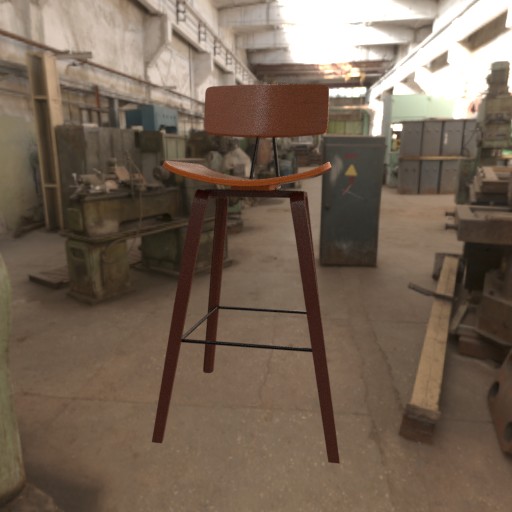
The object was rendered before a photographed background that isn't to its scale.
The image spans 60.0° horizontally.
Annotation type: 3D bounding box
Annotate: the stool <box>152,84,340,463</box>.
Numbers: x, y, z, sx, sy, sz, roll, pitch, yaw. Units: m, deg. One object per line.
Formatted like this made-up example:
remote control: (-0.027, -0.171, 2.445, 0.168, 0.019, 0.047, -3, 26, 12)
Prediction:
stool: (0.000, 0.000, 1.267, 0.509, 0.969, 0.440, 2, 15, 9)
